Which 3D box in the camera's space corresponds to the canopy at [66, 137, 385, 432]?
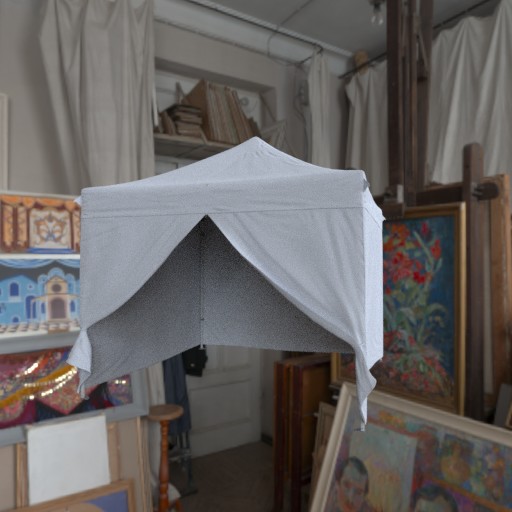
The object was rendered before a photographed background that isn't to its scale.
[{"bbox_3d":[0.000,0.000,5.474,3.043,2.997,3.121,0,-1,19],"label":"canopy"}]
